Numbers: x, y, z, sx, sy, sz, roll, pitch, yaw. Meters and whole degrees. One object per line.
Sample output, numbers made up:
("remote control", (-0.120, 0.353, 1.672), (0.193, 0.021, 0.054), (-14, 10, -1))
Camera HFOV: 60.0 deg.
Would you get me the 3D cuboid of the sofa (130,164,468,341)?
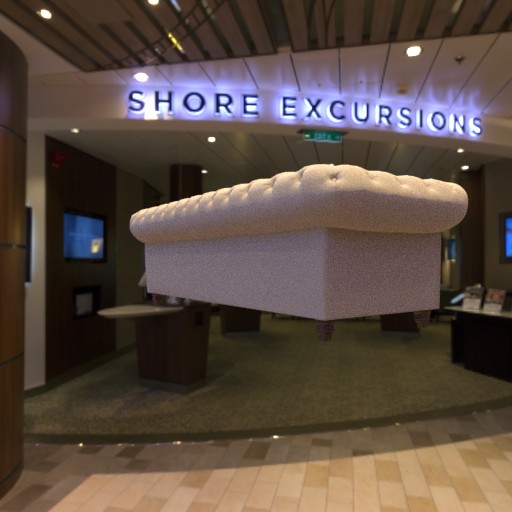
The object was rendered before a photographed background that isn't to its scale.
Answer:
("sofa", (0.000, 0.000, 3.193), (1.076, 0.847, 2.694), (0, -1, -35))
